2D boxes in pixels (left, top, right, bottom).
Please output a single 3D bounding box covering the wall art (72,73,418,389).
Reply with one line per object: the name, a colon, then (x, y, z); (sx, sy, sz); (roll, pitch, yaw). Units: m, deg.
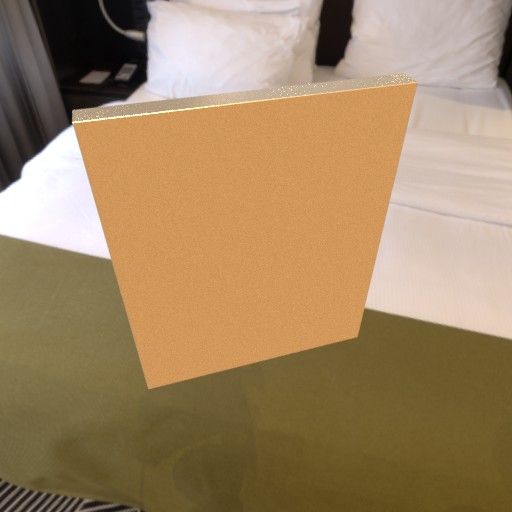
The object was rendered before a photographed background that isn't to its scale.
wall art: (0.000, 0.000, 0.752); (0.452, 0.549, 0.038); (-11, 42, -13)
